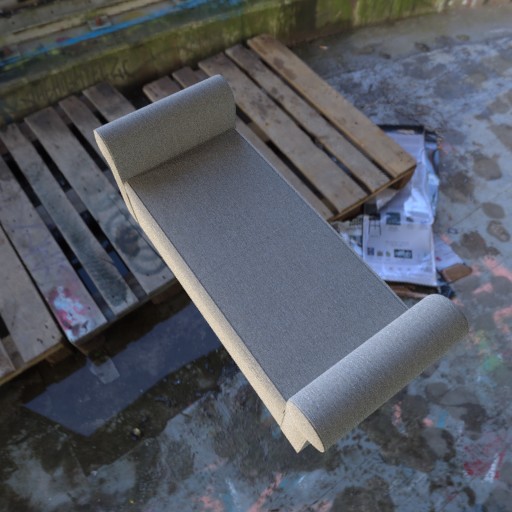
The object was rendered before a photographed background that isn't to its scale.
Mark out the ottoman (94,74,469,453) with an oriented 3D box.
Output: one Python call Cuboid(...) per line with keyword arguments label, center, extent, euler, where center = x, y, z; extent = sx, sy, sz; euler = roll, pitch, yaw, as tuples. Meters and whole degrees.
Cuboid(label="ottoman", center=(0.000, 0.000, 1.552), extent=(0.521, 0.547, 1.256), euler=(-31, 64, -17))
